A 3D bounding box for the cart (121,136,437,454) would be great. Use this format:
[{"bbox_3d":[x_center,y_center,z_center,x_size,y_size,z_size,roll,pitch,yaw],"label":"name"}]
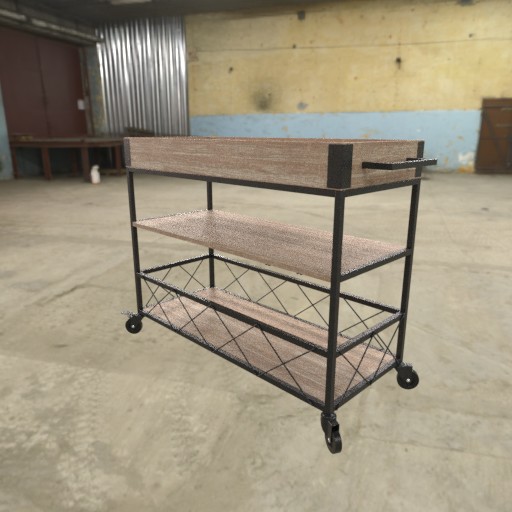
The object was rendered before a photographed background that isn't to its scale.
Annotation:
[{"bbox_3d":[0.000,0.000,1.539,0.500,0.787,1.101,-15,22,-43],"label":"cart"}]
